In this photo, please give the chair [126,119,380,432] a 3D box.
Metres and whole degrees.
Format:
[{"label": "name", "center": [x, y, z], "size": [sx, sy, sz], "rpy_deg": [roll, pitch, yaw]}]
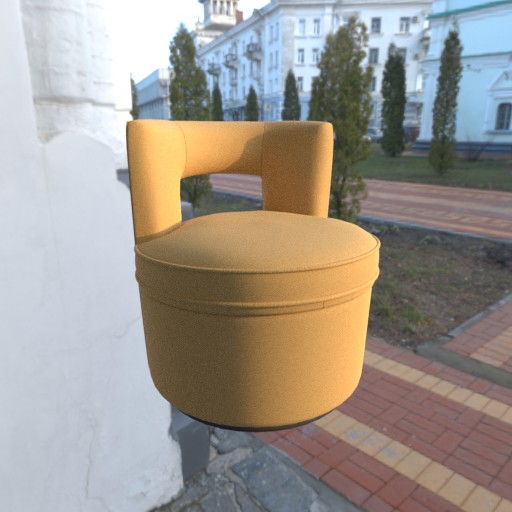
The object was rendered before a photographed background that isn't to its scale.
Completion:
[{"label": "chair", "center": [0.000, 0.000, 1.221], "size": [0.650, 0.723, 0.665], "rpy_deg": [-8, 18, -26]}]
